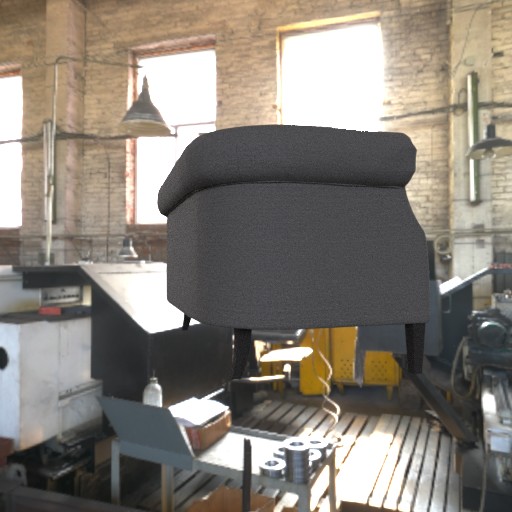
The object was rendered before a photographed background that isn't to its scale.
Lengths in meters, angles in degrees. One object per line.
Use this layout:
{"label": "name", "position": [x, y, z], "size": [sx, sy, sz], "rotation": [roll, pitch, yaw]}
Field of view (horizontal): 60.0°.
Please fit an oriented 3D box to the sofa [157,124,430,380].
{"label": "sofa", "position": [0.000, 0.000, 2.071], "size": [0.835, 0.827, 1.558], "rotation": [0, -1, -18]}
